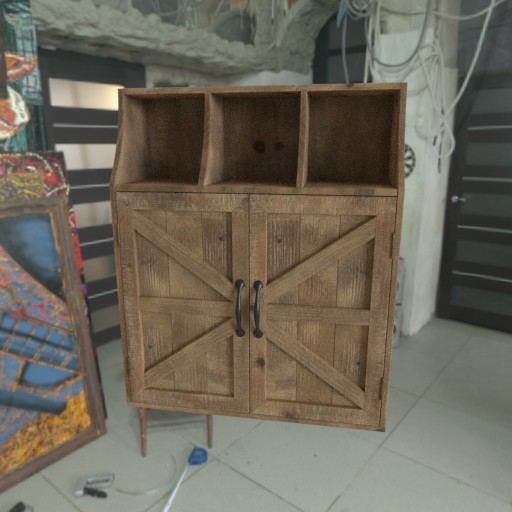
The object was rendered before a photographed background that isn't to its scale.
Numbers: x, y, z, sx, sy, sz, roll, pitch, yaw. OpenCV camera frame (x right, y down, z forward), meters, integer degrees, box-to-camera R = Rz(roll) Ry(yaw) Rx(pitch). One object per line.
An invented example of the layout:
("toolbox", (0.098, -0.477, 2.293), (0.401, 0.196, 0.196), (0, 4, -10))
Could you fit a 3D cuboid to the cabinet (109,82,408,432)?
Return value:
("cabinet", (0.000, 0.000, 0.820), (0.489, 0.590, 0.184), (2, 14, 9))
